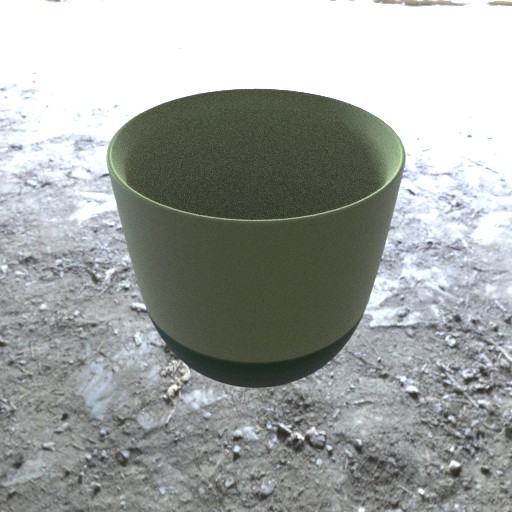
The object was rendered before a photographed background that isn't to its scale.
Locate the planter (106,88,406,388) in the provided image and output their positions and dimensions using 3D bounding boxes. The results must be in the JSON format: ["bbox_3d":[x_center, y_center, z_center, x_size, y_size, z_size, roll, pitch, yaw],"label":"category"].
[{"bbox_3d":[0.000,0.000,0.378,0.204,0.214,0.204,0,40,0],"label":"planter"}]
